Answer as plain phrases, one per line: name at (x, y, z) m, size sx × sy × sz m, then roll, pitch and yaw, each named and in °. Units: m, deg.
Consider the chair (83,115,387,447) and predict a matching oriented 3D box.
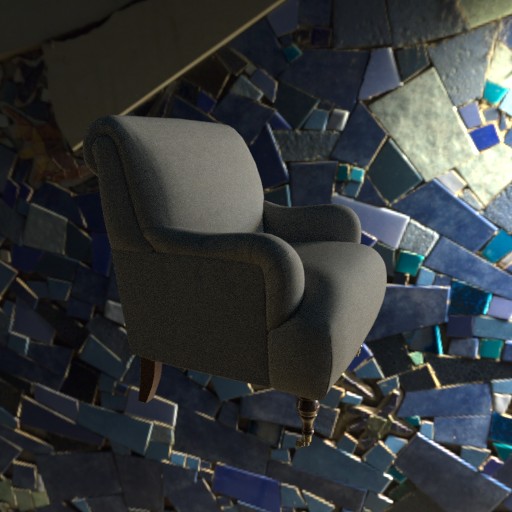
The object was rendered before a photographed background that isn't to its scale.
chair at (0.000, 0.000, 1.566) m, size 0.843 × 0.942 × 0.766 m, roll 7°, pitch 16°, yaw 25°
